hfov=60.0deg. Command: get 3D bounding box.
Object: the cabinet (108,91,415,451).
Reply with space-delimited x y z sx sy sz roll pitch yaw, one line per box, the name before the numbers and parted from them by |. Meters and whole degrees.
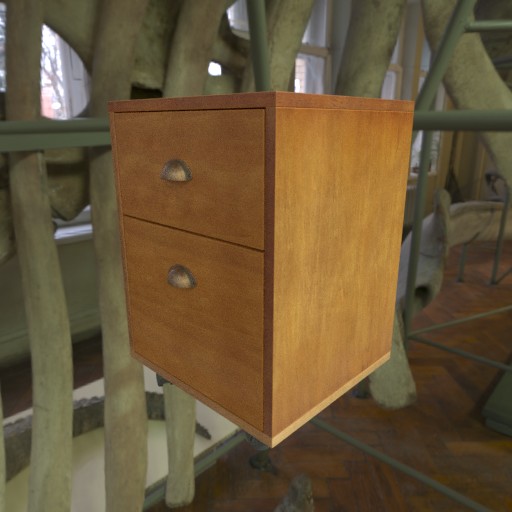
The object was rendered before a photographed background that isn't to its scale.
cabinet | 0.000 0.000 0.878 0.409 0.579 0.401 15 23 41
